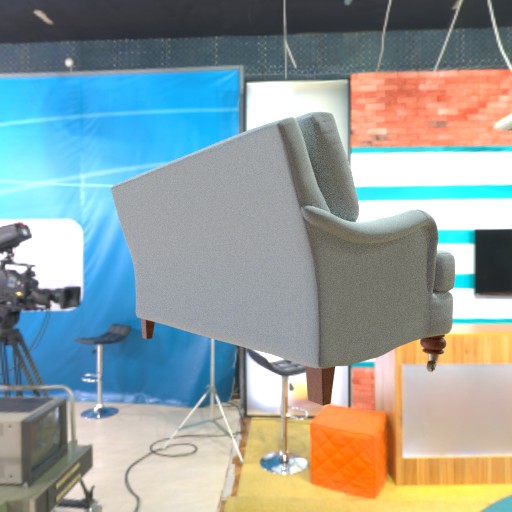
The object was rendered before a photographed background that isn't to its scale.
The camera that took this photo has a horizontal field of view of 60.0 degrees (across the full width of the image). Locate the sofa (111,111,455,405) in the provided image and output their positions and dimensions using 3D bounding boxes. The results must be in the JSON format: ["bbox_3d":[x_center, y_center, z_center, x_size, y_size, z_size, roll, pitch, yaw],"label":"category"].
[{"bbox_3d":[0.000,0.000,2.507,1.084,1.101,1.853,0,0,-36],"label":"sofa"}]
